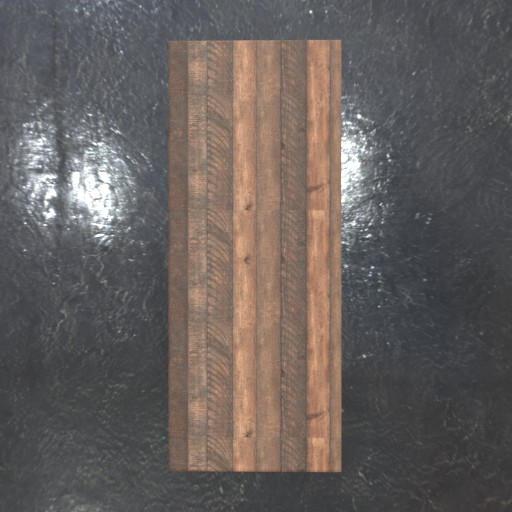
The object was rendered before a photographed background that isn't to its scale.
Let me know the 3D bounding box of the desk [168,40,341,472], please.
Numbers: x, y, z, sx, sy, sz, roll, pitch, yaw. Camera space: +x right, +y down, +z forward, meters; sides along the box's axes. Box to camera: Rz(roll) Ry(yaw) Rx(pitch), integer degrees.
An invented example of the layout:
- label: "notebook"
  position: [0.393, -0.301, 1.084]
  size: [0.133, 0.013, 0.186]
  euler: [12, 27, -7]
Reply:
- label: "desk"
  position: [0.000, 0.000, 1.958]
  size: [0.617, 0.753, 1.538]
  euler: [0, 90, 1]
